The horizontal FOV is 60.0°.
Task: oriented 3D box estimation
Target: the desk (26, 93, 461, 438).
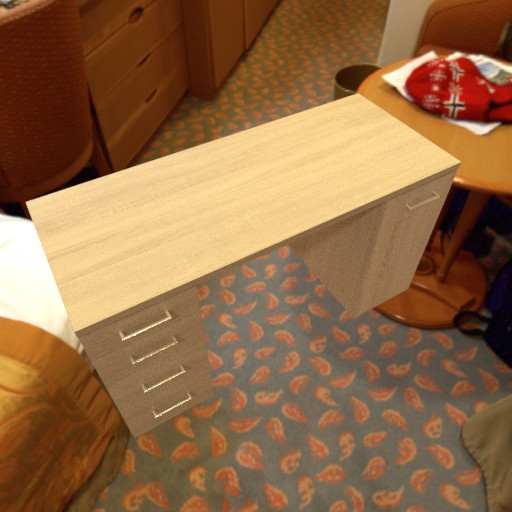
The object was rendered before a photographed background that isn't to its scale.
[{"bbox_3d":[0.000,0.000,1.779,1.390,0.740,0.600,-24,52,-20],"label":"desk"}]
